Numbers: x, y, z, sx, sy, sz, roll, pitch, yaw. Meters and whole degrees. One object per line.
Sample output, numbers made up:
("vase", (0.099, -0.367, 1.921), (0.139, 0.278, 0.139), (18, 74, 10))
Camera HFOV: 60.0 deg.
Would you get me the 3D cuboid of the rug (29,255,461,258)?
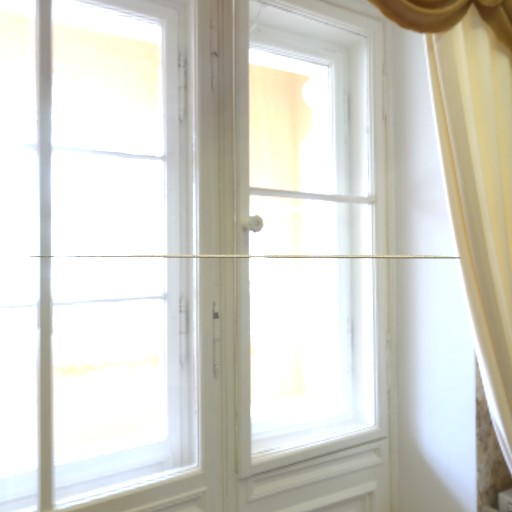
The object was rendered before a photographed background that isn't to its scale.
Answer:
("rug", (0.000, 0.000, 2.385), (1.850, 0.006, 1.234), (0, 0, 16))
